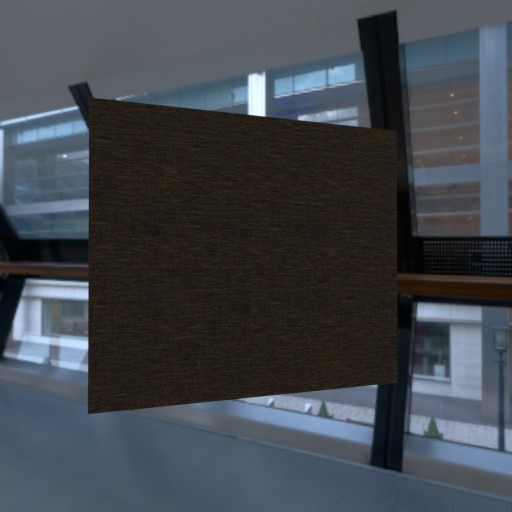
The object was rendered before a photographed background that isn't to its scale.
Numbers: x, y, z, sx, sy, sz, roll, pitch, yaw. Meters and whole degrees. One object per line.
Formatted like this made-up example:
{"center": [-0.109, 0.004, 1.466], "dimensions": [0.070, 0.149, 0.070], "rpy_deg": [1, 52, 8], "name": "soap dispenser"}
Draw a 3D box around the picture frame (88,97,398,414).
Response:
{"center": [0.000, 0.000, 0.537], "dimensions": [0.378, 0.330, 0.033], "rpy_deg": [0, -1, -18], "name": "picture frame"}
